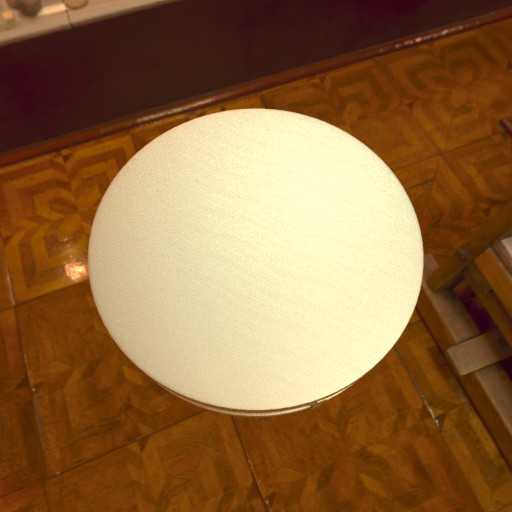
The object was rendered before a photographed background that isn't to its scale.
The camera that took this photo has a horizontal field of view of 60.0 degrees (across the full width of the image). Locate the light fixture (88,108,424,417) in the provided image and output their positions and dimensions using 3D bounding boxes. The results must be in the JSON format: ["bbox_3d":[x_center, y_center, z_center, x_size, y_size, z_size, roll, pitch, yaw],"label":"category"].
[{"bbox_3d":[0.000,0.000,0.517,0.356,0.102,0.356,0,65,0],"label":"light fixture"}]
